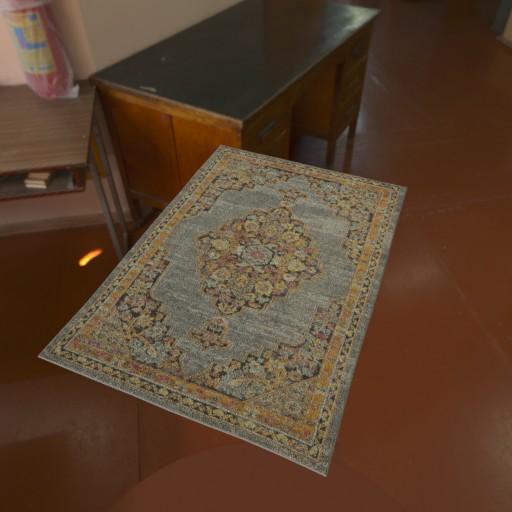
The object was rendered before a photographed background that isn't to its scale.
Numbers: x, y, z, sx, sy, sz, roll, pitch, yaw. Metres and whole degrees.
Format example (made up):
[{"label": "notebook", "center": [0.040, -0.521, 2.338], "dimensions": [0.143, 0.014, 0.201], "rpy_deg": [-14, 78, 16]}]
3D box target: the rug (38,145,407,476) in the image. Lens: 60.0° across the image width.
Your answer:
[{"label": "rug", "center": [0.000, 0.000, 3.900], "dimensions": [2.158, 0.024, 3.063], "rpy_deg": [16, 48, 15]}]
